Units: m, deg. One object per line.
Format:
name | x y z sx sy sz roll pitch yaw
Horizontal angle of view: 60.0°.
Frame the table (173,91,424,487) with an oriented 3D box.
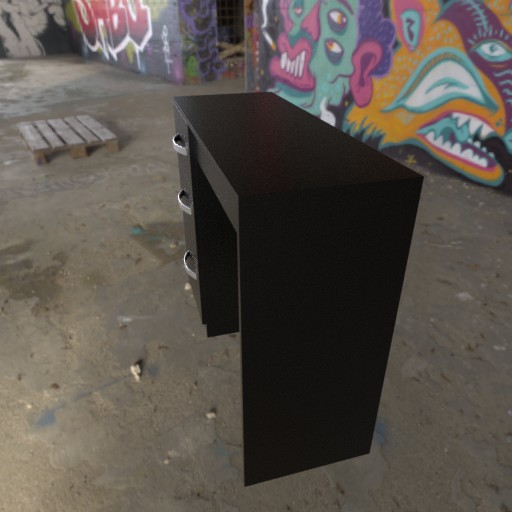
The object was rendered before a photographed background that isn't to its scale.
table | 0.000 0.000 1.356 0.380 0.790 0.930 -8 31 -14
